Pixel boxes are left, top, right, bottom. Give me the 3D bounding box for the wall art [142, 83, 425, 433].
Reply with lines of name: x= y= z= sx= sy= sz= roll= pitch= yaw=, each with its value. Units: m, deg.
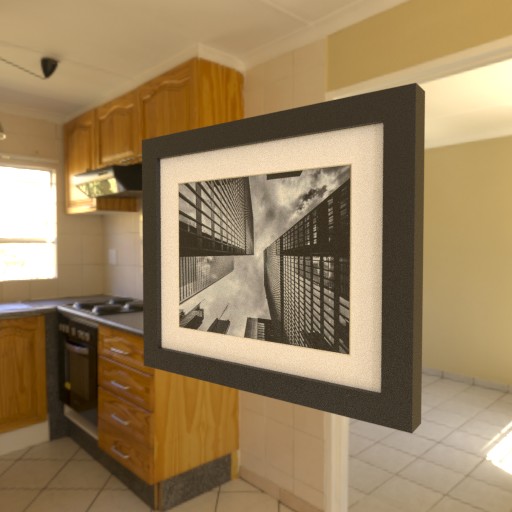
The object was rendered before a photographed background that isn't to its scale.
wall art: x=0.000 y=0.000 z=0.530 sx=0.381 sy=0.321 sz=0.028 roll=1 pitch=2 yaw=36
